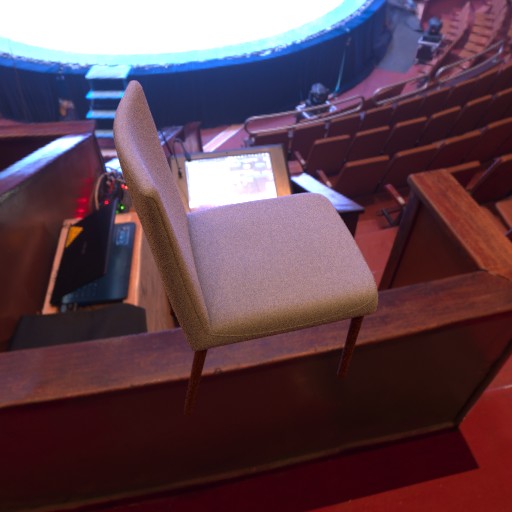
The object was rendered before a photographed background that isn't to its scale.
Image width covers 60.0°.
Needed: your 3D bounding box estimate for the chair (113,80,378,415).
[{"bbox_3d":[0.000,0.000,1.202,0.570,0.859,0.456,-10,47,-10],"label":"chair"}]
